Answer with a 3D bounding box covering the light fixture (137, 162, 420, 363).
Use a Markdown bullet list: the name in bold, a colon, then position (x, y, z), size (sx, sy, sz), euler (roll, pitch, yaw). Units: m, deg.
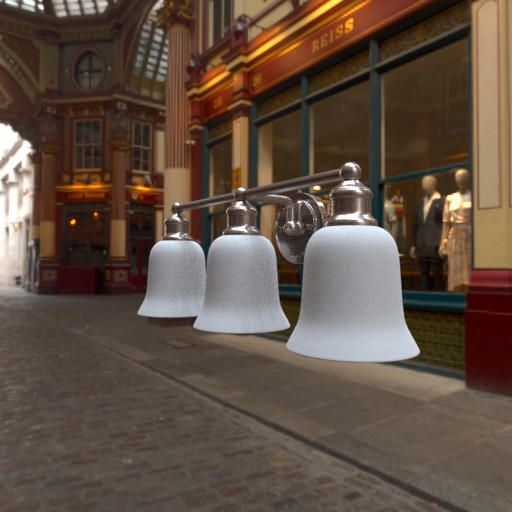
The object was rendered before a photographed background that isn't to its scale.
- **light fixture**: position (0.000, 0.000, 0.684), size (0.198, 0.211, 0.570), euler (1, -1, -37)
